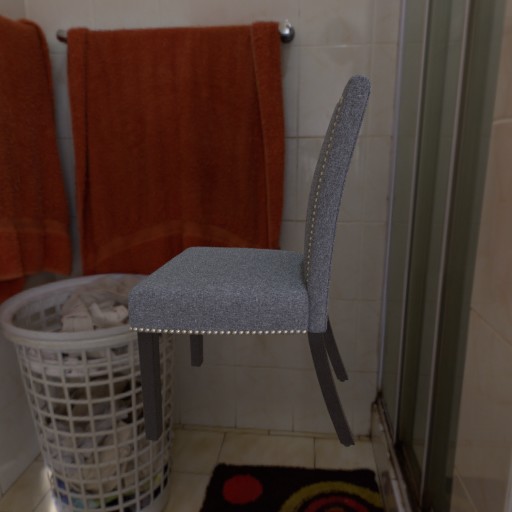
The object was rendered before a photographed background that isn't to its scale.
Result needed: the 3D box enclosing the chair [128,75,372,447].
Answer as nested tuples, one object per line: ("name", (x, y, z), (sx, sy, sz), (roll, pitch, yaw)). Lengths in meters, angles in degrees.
("chair", (0.000, 0.000, 1.291), (0.589, 0.946, 0.518), (2, 14, 8))
